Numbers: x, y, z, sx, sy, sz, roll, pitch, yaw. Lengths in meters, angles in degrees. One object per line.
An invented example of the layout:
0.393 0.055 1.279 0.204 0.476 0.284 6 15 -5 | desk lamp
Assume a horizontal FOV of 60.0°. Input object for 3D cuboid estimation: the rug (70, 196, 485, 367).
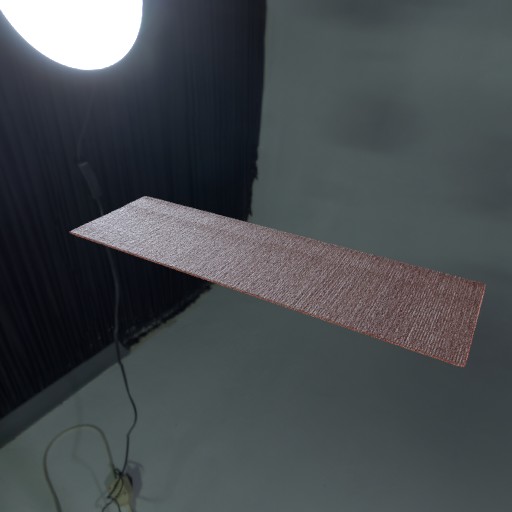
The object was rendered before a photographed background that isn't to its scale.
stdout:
0.000 0.000 2.504 2.307 0.012 0.687 16 34 26 | rug
